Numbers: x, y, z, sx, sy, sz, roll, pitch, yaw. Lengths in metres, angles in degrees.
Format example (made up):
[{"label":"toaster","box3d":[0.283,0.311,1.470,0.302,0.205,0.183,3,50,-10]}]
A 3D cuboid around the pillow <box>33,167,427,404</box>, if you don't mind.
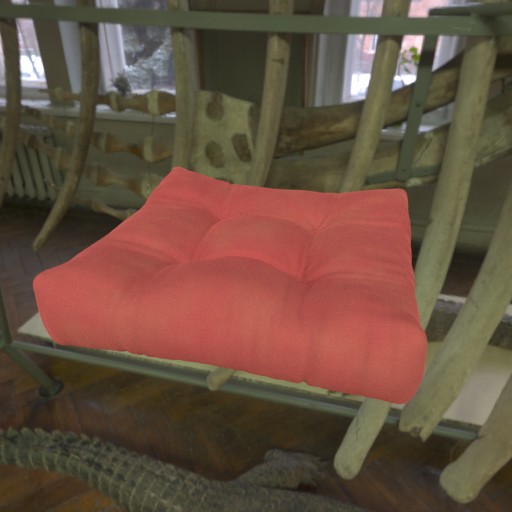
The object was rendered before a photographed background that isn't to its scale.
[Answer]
[{"label":"pillow","box3d":[0.000,0.000,0.716,0.490,0.128,0.468,7,31,12]}]
